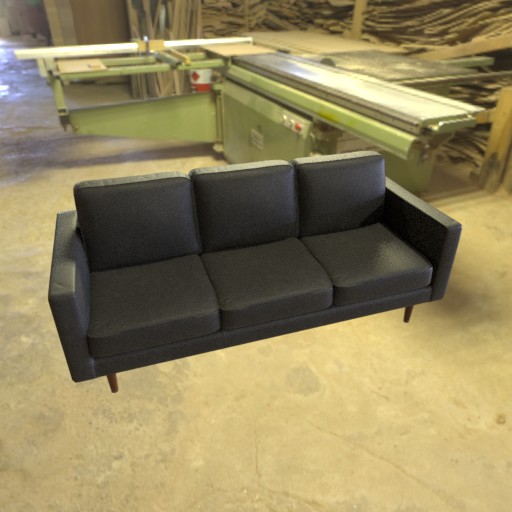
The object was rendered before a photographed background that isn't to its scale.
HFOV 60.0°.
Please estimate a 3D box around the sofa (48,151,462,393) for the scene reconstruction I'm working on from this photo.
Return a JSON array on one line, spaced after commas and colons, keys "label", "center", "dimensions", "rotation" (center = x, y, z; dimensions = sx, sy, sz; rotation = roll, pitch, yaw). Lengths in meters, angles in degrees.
[{"label": "sofa", "center": [0.000, 0.000, 2.483], "dimensions": [2.029, 0.899, 0.879], "rotation": [-10, 33, -16]}]
